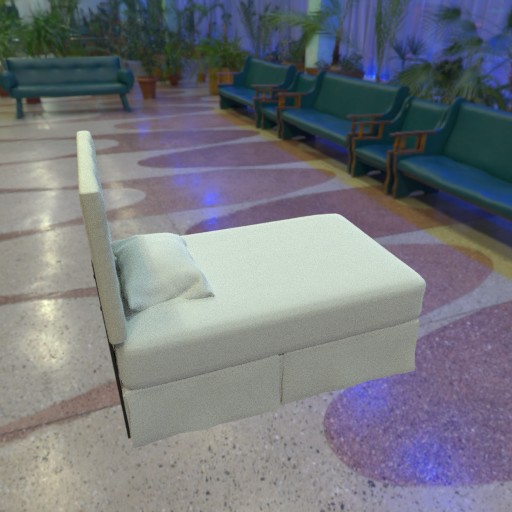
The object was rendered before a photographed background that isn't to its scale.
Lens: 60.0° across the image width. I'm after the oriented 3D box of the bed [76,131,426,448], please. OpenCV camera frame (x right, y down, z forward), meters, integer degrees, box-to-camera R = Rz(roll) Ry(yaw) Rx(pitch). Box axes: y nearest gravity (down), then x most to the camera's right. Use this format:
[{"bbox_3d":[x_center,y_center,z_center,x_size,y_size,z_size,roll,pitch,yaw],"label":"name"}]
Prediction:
[{"bbox_3d":[0.000,0.000,2.963,1.997,1.571,1.261,-10,31,-17],"label":"bed"}]
